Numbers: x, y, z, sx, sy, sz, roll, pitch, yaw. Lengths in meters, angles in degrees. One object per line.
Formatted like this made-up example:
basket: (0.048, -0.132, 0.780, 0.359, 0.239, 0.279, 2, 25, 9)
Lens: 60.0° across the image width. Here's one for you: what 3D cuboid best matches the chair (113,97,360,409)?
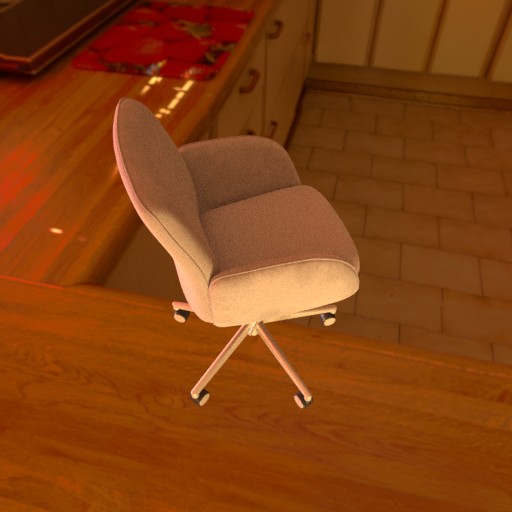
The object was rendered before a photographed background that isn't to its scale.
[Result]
chair: (0.000, 0.000, 1.376, 0.654, 0.959, 0.648, -12, 48, -11)
